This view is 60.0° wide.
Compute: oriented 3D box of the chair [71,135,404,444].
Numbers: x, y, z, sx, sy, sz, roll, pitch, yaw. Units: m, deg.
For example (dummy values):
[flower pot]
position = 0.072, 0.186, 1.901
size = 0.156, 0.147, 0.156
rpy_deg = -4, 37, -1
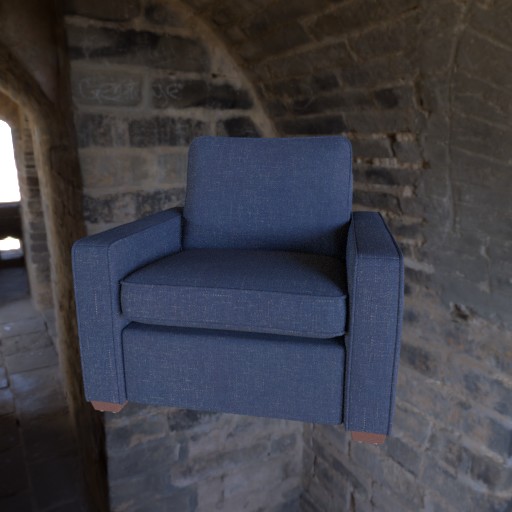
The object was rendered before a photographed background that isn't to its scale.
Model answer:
[chair]
position = 0.000, 0.000, 1.719
size = 1.017, 0.919, 0.940
rpy_deg = 3, 14, 11
